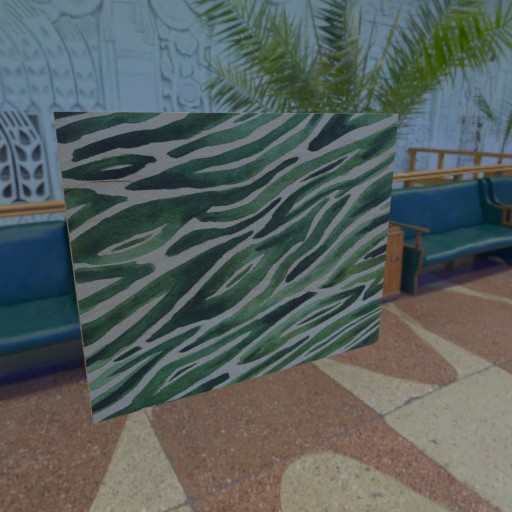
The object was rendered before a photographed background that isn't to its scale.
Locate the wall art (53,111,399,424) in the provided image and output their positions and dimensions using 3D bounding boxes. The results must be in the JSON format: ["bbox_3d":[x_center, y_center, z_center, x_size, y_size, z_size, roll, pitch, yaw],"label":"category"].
[{"bbox_3d":[0.000,0.000,0.664,0.508,0.408,0.012,-9,19,-26],"label":"wall art"}]
